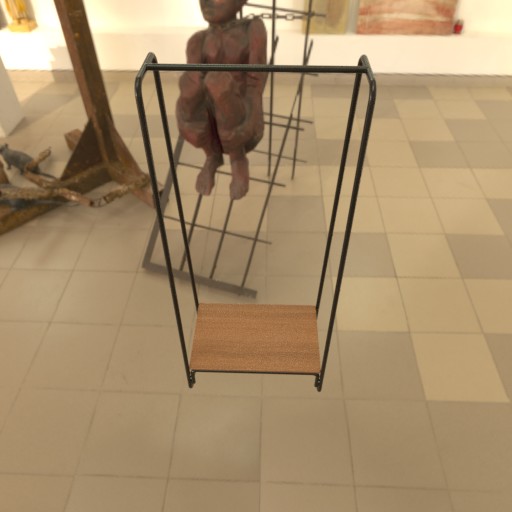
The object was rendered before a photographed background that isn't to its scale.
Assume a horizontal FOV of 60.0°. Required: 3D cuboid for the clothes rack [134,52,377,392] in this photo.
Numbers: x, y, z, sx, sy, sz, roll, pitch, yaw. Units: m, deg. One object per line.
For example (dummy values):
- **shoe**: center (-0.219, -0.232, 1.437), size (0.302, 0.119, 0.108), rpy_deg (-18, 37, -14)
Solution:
- **clothes rack**: center (0.000, 0.000, 1.756), size (0.640, 1.500, 0.400), rpy_deg (1, 45, 1)
